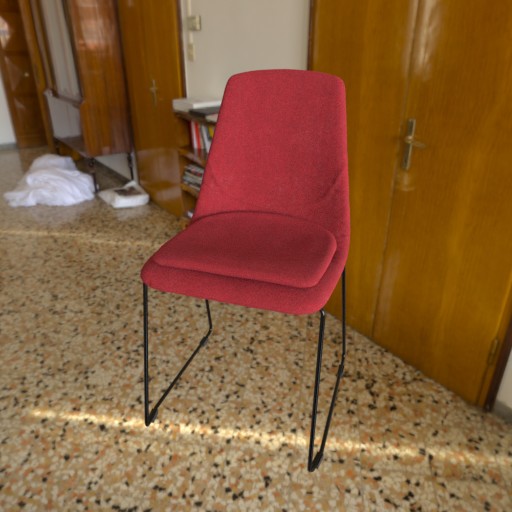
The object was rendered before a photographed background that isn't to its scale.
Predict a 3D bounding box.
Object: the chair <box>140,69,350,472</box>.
[{"bbox_3d":[0.000,0.000,1.135,0.479,0.858,0.518,8,27,16],"label":"chair"}]
